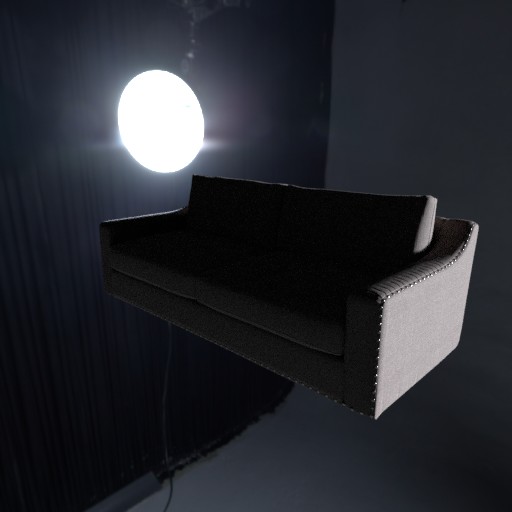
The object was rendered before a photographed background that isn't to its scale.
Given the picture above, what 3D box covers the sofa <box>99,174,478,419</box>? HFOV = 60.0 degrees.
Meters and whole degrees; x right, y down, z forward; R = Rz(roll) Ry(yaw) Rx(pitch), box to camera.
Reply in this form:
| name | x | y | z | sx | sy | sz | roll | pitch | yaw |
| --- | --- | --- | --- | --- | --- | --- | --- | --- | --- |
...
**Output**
| name | x | y | z | sx | sy | sz | roll | pitch | yaw |
| --- | --- | --- | --- | --- | --- | --- | --- | --- | --- |
| sofa | 0.000 | 0.000 | 2.723 | 2.208 | 0.857 | 1.000 | 14 | 20 | 42 |
